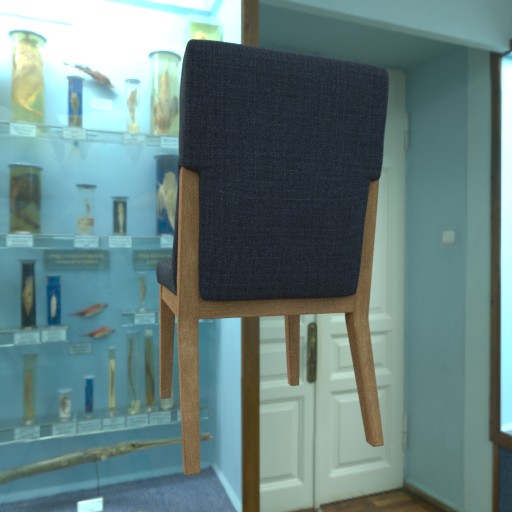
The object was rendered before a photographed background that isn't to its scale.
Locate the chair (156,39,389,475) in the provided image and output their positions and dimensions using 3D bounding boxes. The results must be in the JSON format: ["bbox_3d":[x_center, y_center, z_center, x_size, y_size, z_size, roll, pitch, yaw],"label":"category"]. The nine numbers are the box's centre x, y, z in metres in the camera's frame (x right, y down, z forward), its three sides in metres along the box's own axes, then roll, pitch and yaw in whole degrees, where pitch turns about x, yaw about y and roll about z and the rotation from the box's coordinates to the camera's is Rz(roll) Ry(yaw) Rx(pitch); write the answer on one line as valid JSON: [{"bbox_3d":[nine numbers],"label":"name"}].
[{"bbox_3d":[0.000,0.000,1.242,0.507,0.911,0.586,0,0,-18],"label":"chair"}]
